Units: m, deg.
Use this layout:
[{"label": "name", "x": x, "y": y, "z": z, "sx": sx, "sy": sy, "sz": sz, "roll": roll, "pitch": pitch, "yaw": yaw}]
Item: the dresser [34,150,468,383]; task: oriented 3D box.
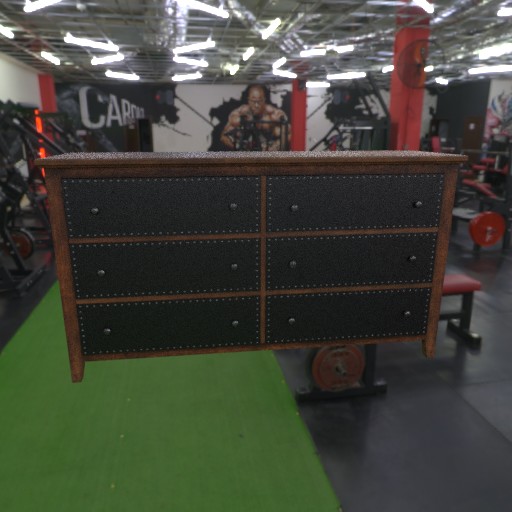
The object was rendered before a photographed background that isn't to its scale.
[{"label": "dresser", "x": 0.000, "y": 0.000, "z": 1.901, "sx": 1.551, "sy": 0.856, "sz": 0.463, "roll": -2, "pitch": 16, "yaw": -7}]
